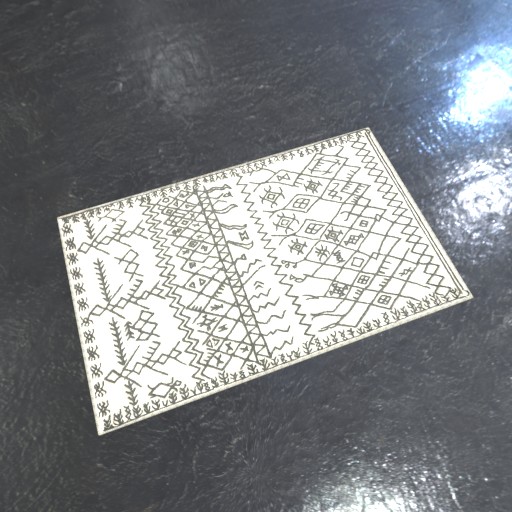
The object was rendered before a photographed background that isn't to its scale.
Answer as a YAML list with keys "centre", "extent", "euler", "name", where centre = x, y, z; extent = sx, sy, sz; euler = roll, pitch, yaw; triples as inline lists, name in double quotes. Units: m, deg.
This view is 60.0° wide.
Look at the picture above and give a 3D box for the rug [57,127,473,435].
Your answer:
- centre: [0.000, 0.000, 3.004]
  extent: [2.444, 0.012, 1.526]
  euler: [-18, 65, -9]
  name: "rug"
